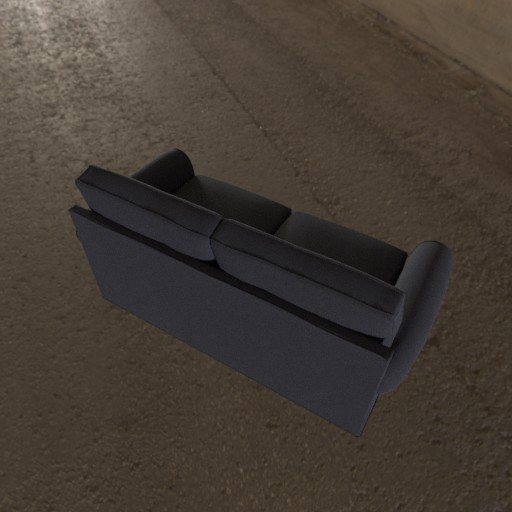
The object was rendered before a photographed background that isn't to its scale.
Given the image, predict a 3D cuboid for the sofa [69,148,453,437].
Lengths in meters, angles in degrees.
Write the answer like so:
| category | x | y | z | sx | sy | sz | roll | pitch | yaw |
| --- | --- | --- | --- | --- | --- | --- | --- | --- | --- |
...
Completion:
| category | x | y | z | sx | sy | sz | roll | pitch | yaw |
| --- | --- | --- | --- | --- | --- | --- | --- | --- | --- |
| sofa | 0.000 | 0.000 | 2.552 | 2.009 | 1.031 | 0.951 | 23 | 50 | 21 |
